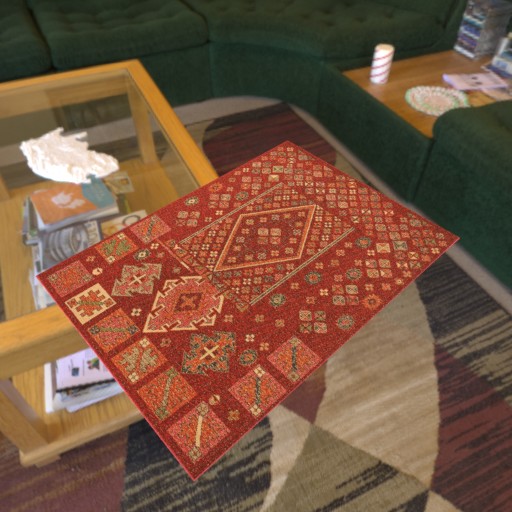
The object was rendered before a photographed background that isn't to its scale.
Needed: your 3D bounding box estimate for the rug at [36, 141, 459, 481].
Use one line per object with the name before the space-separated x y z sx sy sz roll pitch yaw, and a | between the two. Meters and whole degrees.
rug | 0.000 0.000 4.232 3.306 0.011 2.389 -34 55 -28
